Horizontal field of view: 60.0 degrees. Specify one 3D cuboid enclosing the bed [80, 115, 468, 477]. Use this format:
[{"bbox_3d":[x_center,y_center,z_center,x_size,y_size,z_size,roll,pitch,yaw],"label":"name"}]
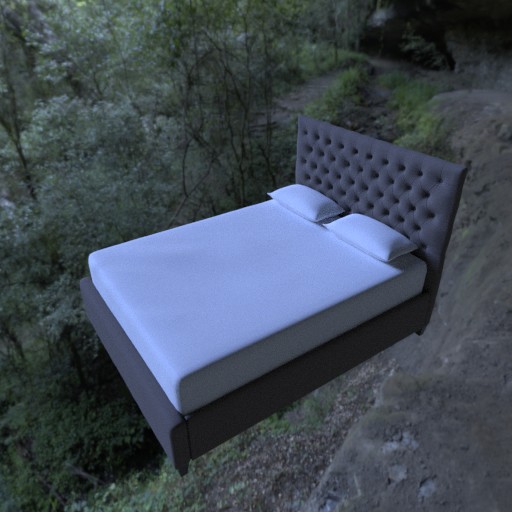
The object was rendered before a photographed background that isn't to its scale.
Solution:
[{"bbox_3d":[0.000,0.000,3.280,2.233,1.426,1.696,-20,36,-29],"label":"bed"}]
